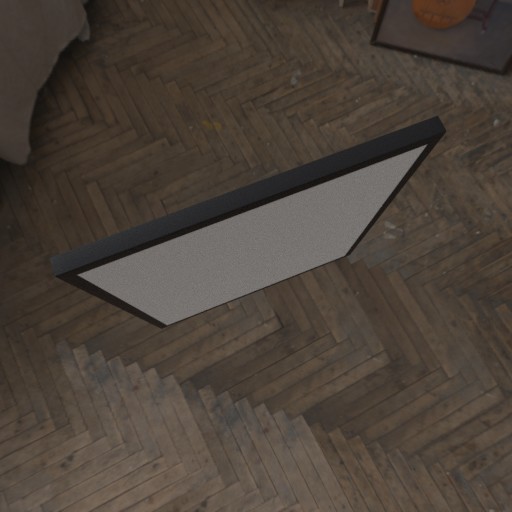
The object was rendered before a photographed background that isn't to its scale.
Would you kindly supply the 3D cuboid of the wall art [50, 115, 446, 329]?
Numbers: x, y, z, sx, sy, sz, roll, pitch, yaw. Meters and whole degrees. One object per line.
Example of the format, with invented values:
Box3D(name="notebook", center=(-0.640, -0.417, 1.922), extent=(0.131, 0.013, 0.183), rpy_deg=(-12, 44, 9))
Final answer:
Box3D(name="wall art", center=(0.000, 0.000, 0.700), extent=(0.430, 0.509, 0.021), rpy_deg=(-21, 76, -5))
